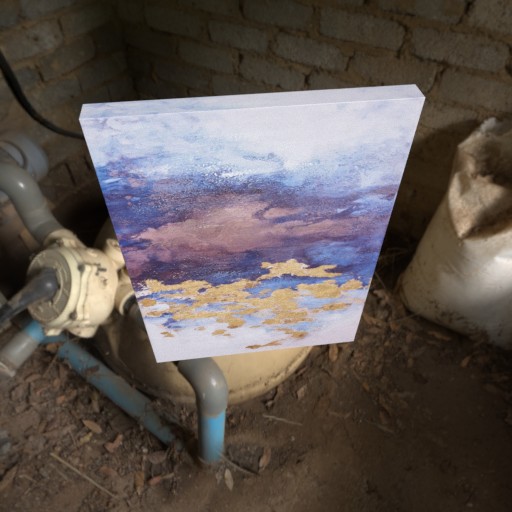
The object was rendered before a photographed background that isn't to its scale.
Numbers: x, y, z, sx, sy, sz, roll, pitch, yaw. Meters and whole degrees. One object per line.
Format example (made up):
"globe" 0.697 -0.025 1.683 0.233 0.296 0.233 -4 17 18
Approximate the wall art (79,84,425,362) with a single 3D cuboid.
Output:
"wall art" 0.000 0.000 0.778 0.437 0.581 0.036 -5 47 -5
